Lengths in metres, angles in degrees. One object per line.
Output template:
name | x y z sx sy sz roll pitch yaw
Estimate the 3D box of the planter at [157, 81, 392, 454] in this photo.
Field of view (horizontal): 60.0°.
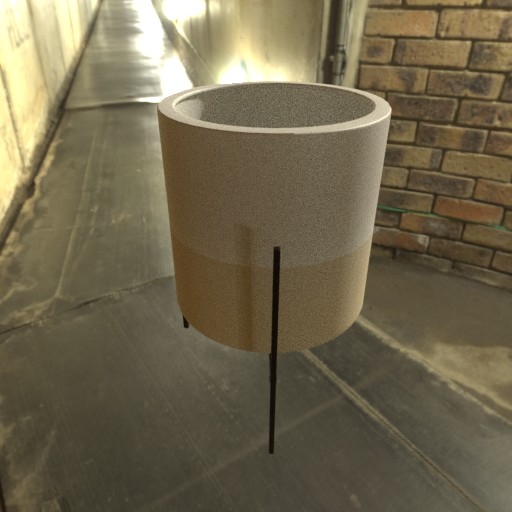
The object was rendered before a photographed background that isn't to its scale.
planter | 0.000 0.000 0.541 0.267 0.362 0.263 9 32 15
